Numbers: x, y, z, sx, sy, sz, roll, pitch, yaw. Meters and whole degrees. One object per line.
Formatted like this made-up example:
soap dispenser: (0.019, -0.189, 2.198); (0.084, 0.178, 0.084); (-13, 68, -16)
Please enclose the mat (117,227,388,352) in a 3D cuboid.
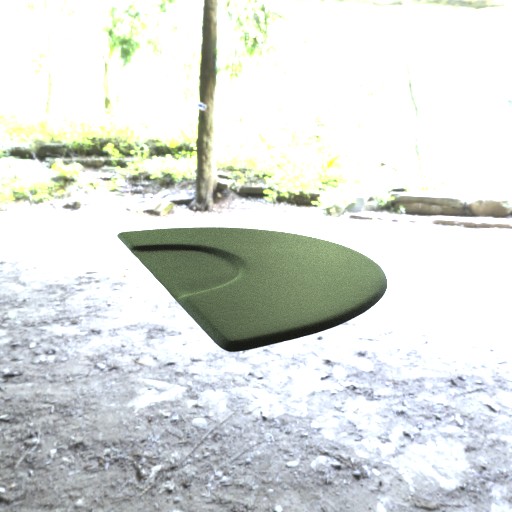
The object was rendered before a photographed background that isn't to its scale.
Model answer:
mat: (0.000, 0.000, 1.890); (0.917, 0.022, 1.525); (-7, 16, -26)
